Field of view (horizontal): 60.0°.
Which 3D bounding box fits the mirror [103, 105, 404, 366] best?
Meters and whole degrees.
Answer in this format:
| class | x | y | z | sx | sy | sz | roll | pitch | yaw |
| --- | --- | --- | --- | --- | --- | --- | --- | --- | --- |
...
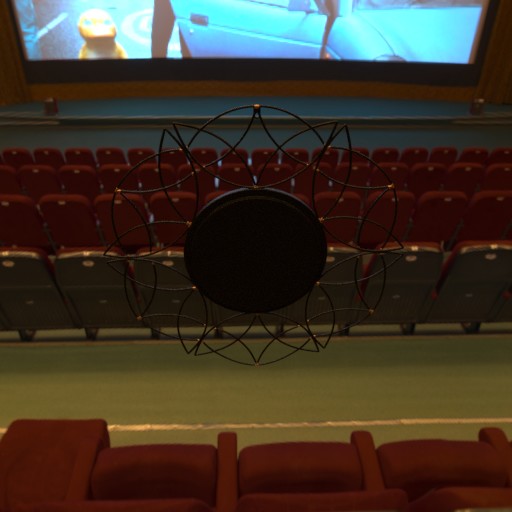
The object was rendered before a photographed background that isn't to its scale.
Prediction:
| class | x | y | z | sx | sy | sz | roll | pitch | yaw |
| --- | --- | --- | --- | --- | --- | --- | --- | --- | --- |
| mirror | 0.000 | 0.000 | 1.172 | 0.797 | 0.775 | 0.028 | -1 | 31 | -2 |
